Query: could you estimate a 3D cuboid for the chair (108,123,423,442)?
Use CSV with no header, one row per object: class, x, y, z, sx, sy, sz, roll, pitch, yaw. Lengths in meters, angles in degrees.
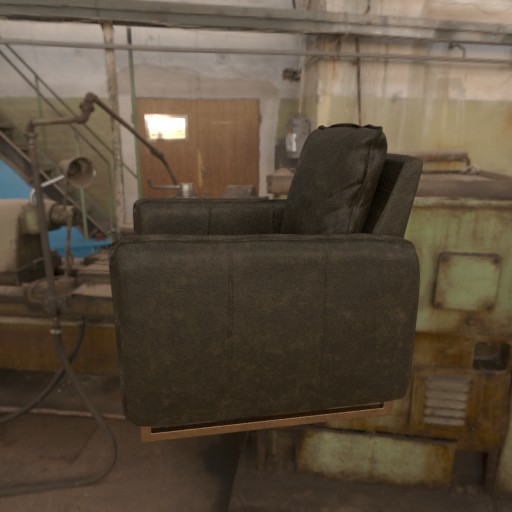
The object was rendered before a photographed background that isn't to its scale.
chair,0.000,0.000,1.600,0.921,0.921,0.830,-3,16,-10
